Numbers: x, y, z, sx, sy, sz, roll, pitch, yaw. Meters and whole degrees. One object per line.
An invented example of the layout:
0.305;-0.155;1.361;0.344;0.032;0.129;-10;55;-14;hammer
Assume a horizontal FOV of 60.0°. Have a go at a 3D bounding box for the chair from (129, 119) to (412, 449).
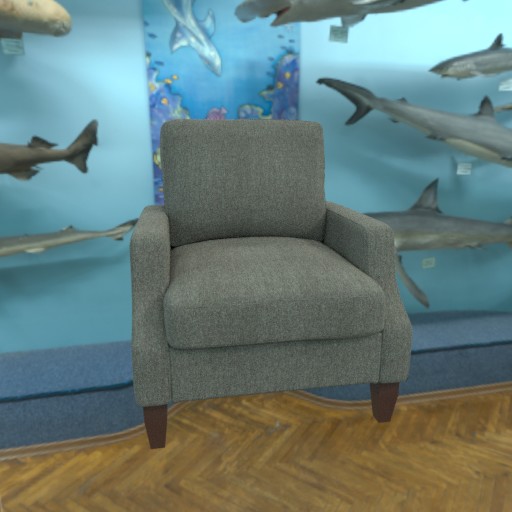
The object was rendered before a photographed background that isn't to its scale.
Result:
0.000;0.000;1.649;0.855;0.993;0.897;-3;15;-10;chair
